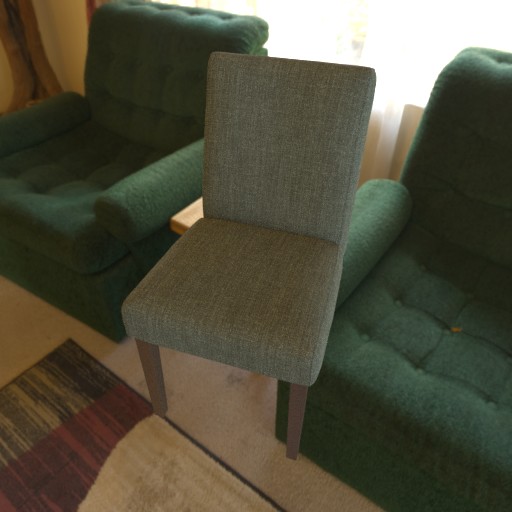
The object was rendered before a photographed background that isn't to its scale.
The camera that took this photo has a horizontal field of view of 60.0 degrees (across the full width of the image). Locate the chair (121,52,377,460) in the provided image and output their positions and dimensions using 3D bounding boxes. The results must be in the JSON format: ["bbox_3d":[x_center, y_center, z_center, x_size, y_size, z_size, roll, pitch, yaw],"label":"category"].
[{"bbox_3d":[0.000,0.000,1.214,0.487,0.884,0.629,12,41,14],"label":"chair"}]
